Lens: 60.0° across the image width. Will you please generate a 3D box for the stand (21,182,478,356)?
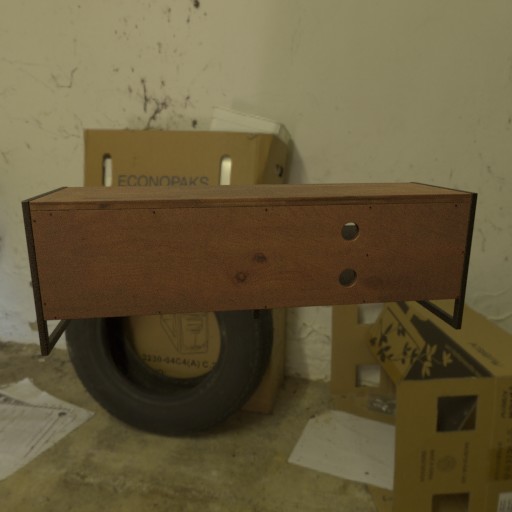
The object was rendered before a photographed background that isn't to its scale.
[{"bbox_3d":[0.000,0.000,1.701,1.480,0.506,0.454,-2,15,-8],"label":"stand"}]
